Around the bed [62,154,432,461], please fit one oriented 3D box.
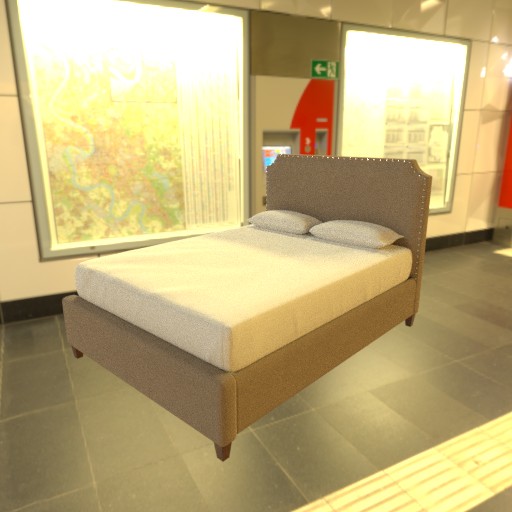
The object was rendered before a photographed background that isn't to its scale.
[{"bbox_3d":[0.000,0.000,3.410,1.703,1.415,2.329,14,21,41],"label":"bed"}]
